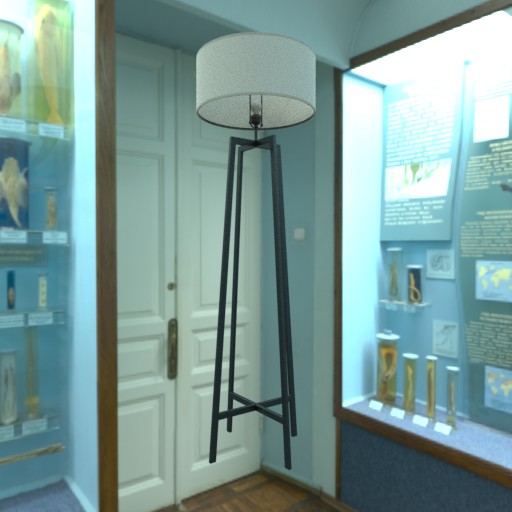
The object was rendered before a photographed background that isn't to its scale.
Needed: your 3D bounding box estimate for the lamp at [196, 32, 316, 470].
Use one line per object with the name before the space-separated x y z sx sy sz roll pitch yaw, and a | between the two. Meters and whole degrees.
lamp | 0.000 0.000 1.728 0.457 1.510 0.456 -1 1 -36
